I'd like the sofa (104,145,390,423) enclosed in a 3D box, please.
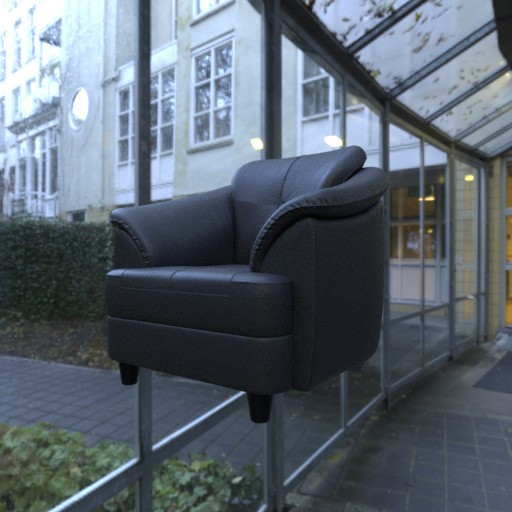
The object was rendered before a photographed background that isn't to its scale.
[{"bbox_3d":[0.000,0.000,1.516,0.870,0.811,0.794,0,1,37],"label":"sofa"}]
